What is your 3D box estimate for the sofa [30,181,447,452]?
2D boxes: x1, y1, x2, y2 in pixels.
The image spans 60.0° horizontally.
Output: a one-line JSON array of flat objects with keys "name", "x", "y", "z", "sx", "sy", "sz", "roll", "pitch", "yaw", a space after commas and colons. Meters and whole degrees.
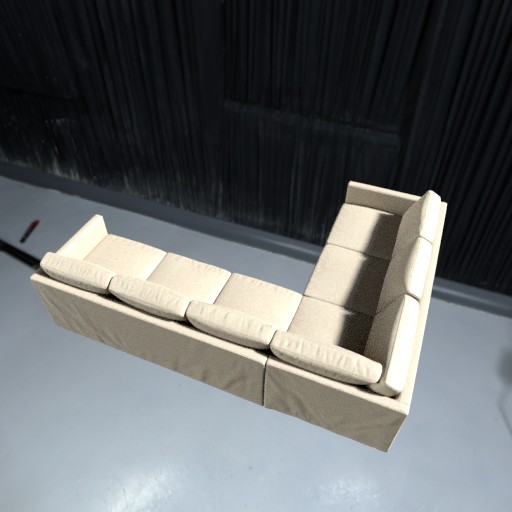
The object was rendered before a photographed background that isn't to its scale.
[{"name": "sofa", "x": 0.000, "y": 0.000, "z": 4.288, "sx": 3.182, "sy": 0.871, "sz": 2.432, "roll": 16, "pitch": 48, "yaw": 16}]
